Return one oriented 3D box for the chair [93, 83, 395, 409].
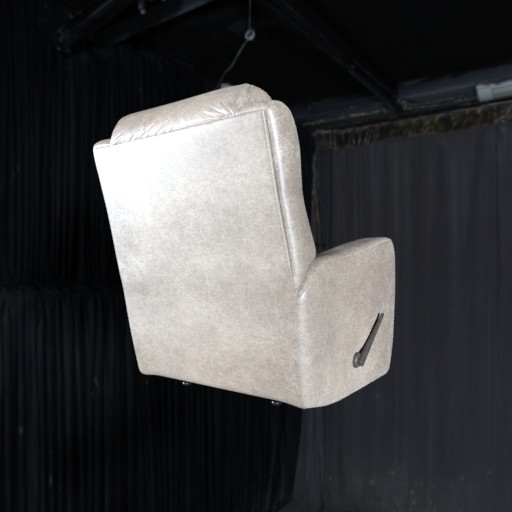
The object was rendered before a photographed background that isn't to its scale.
[{"bbox_3d":[0.000,0.000,1.941,0.967,1.116,1.068,-1,-1,35],"label":"chair"}]
